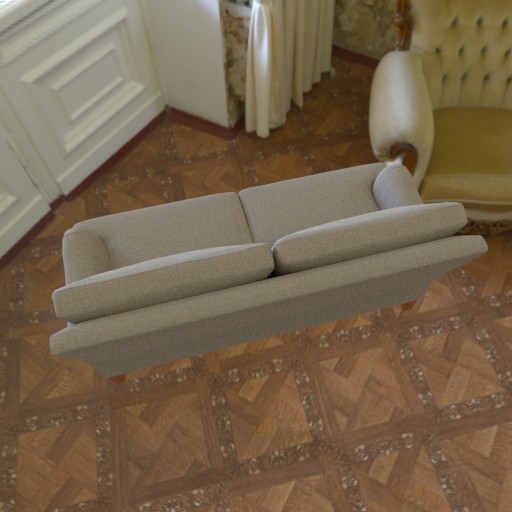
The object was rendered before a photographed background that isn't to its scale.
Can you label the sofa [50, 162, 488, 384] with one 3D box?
[{"bbox_3d":[0.000,0.000,2.677,2.160,1.054,1.087,-13,58,-8],"label":"sofa"}]
